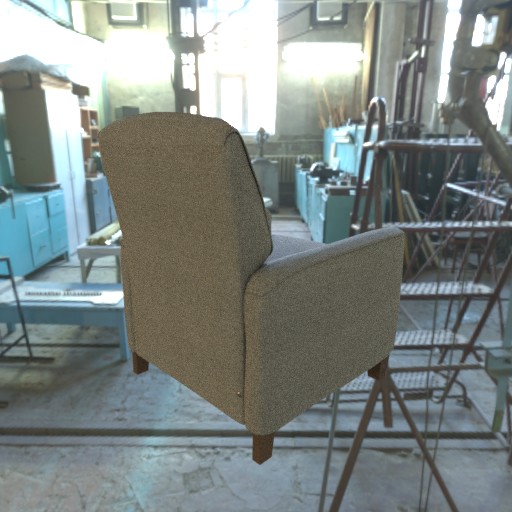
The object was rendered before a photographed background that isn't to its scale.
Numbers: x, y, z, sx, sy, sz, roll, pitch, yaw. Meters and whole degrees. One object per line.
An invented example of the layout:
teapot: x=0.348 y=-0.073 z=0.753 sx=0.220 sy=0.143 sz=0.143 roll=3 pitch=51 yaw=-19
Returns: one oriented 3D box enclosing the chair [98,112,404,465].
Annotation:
chair: x=0.000 y=0.000 z=1.673 sx=0.864 sy=1.014 sz=0.848 roll=-15 pitch=22 yaw=-42
